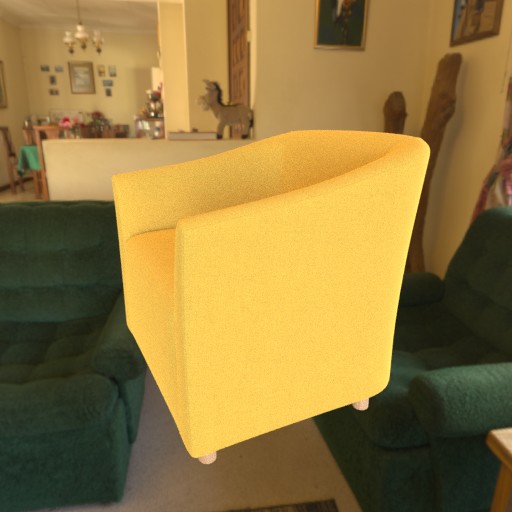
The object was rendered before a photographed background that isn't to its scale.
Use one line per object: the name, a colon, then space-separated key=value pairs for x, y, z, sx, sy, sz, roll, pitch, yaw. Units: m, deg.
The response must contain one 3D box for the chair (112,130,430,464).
chair: x=0.000 y=0.000 z=1.336 sx=0.700 sy=0.720 sz=0.790 roll=-8 pitch=19 yaw=-25
